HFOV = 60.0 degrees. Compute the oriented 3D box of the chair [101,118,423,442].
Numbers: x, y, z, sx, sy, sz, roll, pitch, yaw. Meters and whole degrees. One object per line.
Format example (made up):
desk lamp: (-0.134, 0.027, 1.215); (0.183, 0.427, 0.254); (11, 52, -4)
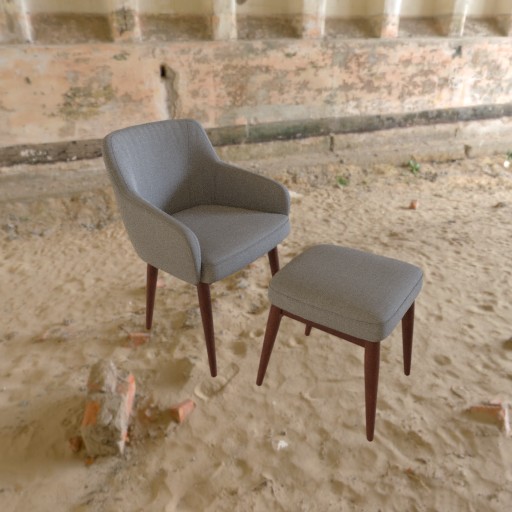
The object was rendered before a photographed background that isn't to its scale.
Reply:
chair: (0.000, 0.000, 1.572); (1.107, 0.799, 0.584); (18, 32, 31)
